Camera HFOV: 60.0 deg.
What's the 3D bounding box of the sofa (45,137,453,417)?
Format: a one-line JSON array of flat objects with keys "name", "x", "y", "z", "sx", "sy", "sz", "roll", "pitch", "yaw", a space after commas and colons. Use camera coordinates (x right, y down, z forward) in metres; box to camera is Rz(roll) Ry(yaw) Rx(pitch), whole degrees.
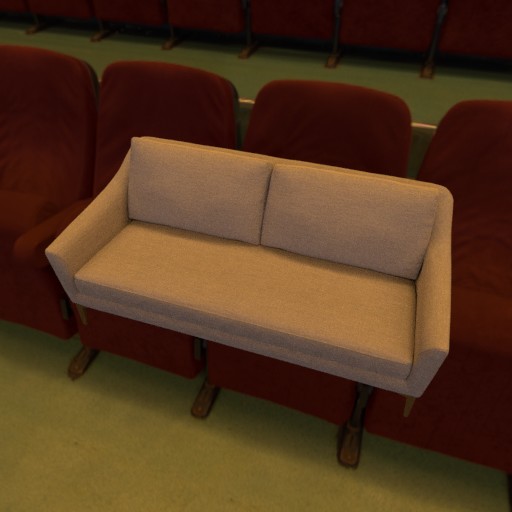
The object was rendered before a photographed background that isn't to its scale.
[{"name": "sofa", "x": 0.000, "y": 0.000, "z": 2.520, "sx": 2.036, "sy": 0.913, "sz": 0.980, "roll": 13, "pitch": 43, "yaw": 14}]
